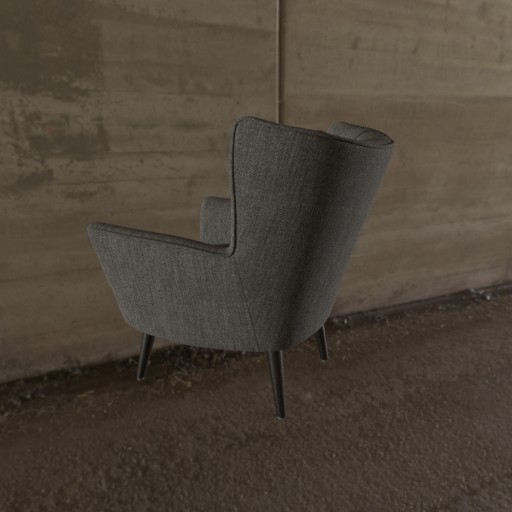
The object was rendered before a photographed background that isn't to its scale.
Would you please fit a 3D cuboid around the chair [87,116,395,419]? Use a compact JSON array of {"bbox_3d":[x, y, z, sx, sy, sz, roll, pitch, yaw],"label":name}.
[{"bbox_3d":[0.000,0.000,1.592,0.888,0.933,0.781,8,18,27],"label":"chair"}]
